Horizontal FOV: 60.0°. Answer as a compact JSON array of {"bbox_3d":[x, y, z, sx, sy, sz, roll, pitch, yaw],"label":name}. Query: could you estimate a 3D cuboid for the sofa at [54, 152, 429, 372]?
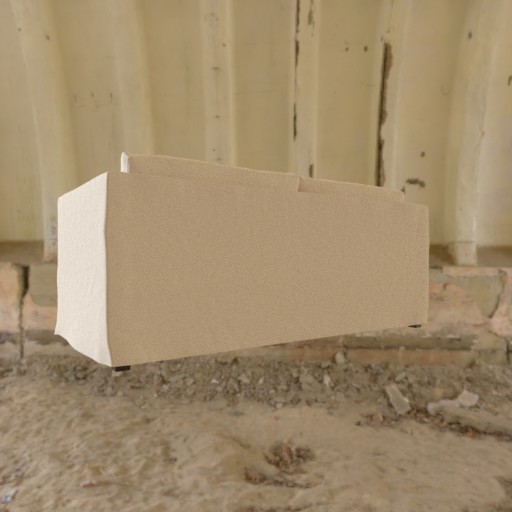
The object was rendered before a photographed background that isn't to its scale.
[{"bbox_3d":[0.000,0.000,2.535,1.987,0.870,0.940,0,0,-35],"label":"sofa"}]
